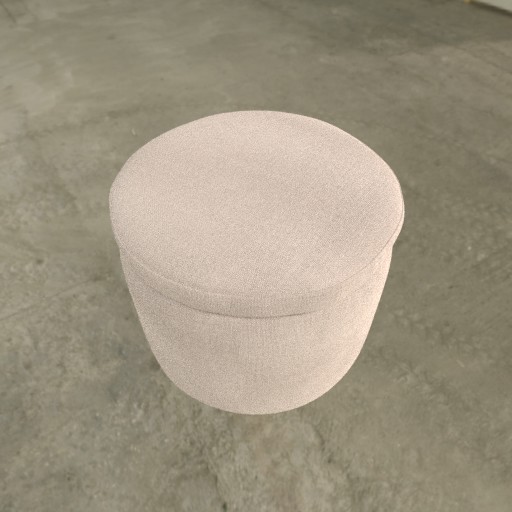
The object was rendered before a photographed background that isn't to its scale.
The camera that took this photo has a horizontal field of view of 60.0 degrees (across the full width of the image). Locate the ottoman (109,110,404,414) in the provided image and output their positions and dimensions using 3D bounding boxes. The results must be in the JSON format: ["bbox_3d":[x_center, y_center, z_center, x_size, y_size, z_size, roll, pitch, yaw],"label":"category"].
[{"bbox_3d":[0.000,0.000,0.877,0.497,0.409,0.497,0,46,0],"label":"ottoman"}]
